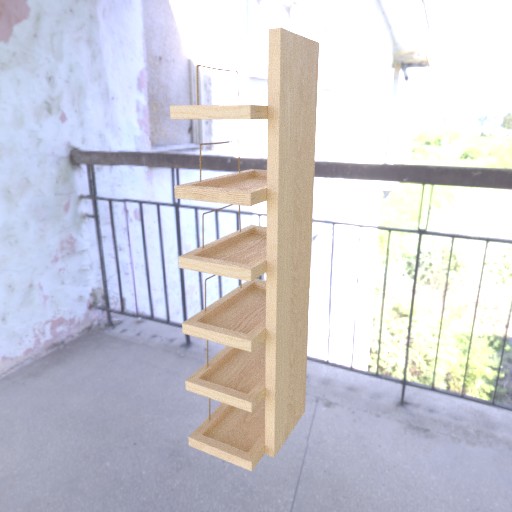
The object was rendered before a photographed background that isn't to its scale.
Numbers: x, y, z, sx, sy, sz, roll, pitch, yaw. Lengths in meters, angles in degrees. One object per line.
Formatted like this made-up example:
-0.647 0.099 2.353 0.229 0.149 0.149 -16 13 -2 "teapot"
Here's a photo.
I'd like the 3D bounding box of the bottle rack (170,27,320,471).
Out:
0.000 0.000 1.063 0.206 0.943 0.330 9 20 27 "bottle rack"
